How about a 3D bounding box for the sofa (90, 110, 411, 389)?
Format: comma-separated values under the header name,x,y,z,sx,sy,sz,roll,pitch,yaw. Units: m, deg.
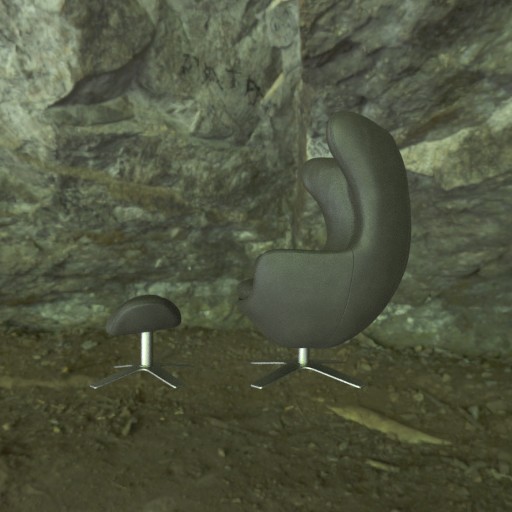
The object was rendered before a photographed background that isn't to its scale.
name,x,y,z,sx,sy,sz,roll,pitch,yaw
sofa,0.000,0.000,2.135,1.444,1.135,0.894,0,-1,-1
